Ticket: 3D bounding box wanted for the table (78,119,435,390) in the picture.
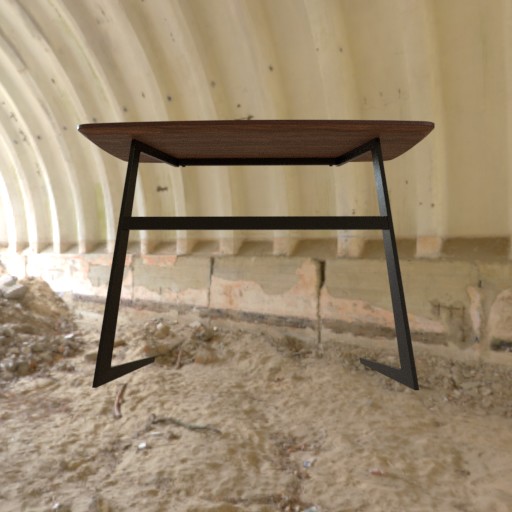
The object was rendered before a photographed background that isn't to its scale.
[{"bbox_3d":[0.000,0.000,1.115,0.804,0.576,0.361,0,0,1],"label":"table"}]
